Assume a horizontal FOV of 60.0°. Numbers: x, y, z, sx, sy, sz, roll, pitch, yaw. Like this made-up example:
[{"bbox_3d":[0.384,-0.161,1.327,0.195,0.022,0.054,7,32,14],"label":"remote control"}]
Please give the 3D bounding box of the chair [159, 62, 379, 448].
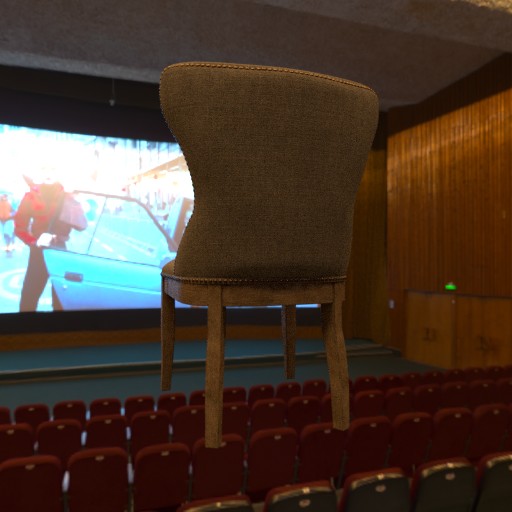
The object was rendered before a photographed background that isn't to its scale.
[{"bbox_3d":[0.000,0.000,1.435,0.654,1.002,0.681,0,0,-18],"label":"chair"}]
